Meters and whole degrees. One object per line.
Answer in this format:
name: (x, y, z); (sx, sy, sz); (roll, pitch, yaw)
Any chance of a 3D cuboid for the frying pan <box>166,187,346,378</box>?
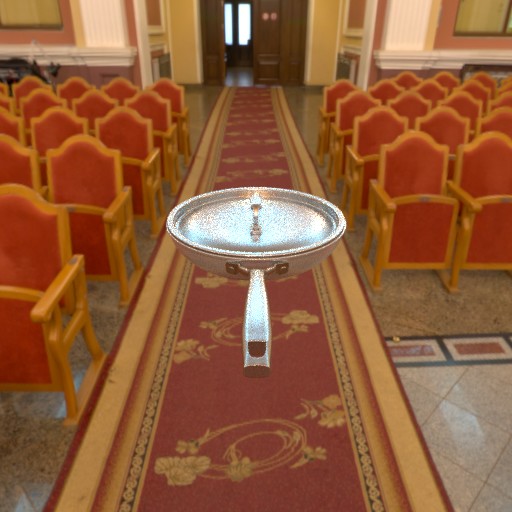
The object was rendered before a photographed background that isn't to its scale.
frying pan: (0.000, 0.000, 0.589); (0.272, 0.086, 0.490); (0, 27, 0)
